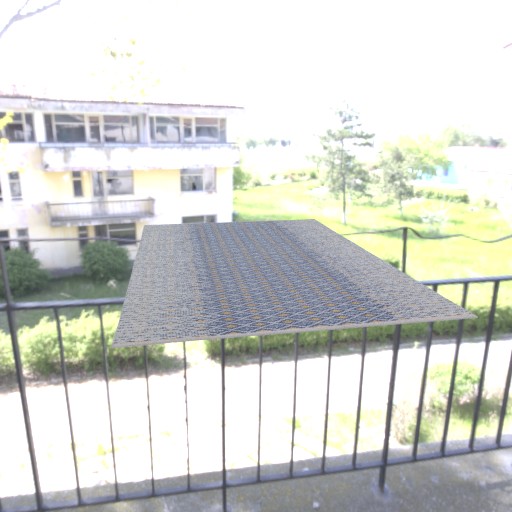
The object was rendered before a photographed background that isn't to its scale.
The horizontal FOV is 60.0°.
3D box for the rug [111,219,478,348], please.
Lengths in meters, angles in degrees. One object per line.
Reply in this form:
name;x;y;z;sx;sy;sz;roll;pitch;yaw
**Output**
rug;0.000;0.000;2.288;1.219;0.005;1.828;-3;16;-10
